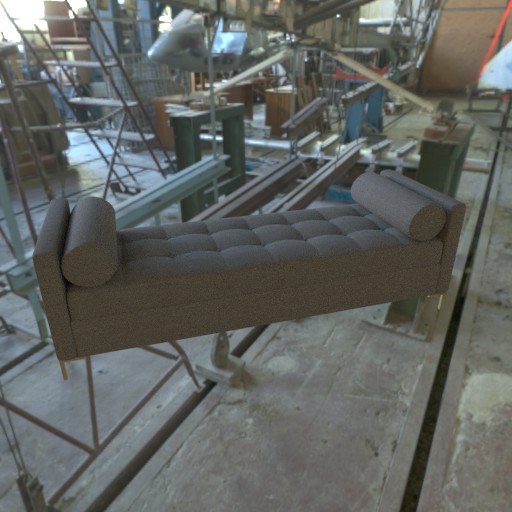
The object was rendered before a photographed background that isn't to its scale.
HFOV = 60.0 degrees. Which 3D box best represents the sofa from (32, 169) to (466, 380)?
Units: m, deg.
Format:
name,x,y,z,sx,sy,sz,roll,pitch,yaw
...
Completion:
name,x,y,z,sx,sy,sz,roll,pitch,yaw
sofa,0.000,0.000,2.350,1.981,0.635,0.686,-8,27,-15
